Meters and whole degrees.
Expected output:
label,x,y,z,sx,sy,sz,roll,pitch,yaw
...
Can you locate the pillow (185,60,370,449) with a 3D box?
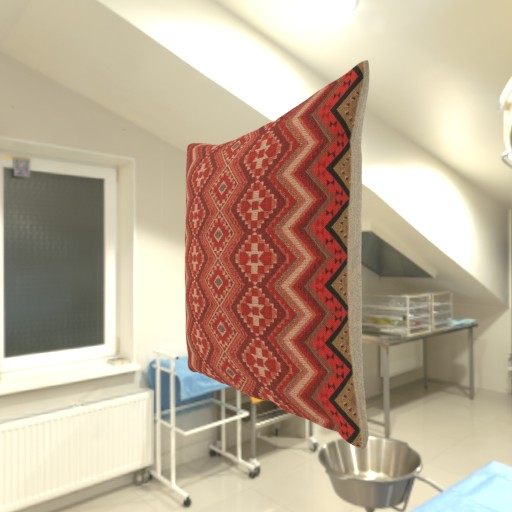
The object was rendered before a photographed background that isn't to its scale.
label,x,y,z,sx,sy,sz,roll,pitch,yaw
pillow,0.000,0.000,0.788,0.158,0.511,0.513,0,0,-35
